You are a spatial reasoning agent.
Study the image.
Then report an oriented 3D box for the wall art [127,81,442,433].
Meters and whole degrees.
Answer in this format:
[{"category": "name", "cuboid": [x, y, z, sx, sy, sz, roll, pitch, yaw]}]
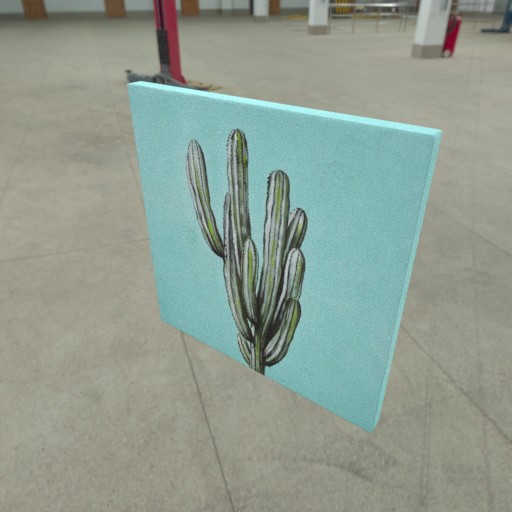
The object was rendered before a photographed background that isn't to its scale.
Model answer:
[{"category": "wall art", "cuboid": [0.000, 0.000, 1.139, 0.765, 0.766, 0.054, 21, 37, 30]}]
